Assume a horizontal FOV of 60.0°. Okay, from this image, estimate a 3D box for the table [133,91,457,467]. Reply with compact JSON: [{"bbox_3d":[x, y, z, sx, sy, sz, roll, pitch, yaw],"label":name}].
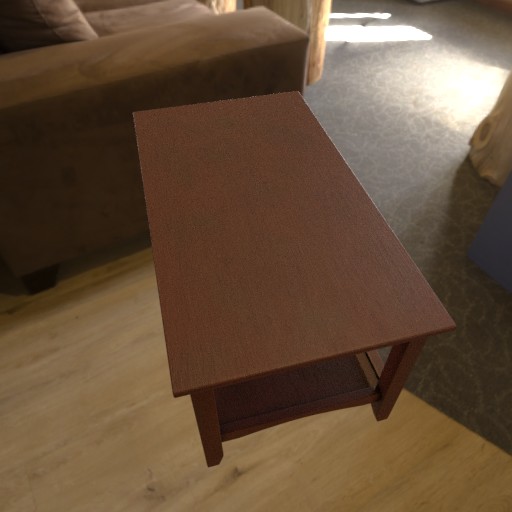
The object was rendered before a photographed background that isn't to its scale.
[{"bbox_3d":[0.000,0.000,1.257,0.533,0.456,0.943,-11,48,-10],"label":"table"}]
